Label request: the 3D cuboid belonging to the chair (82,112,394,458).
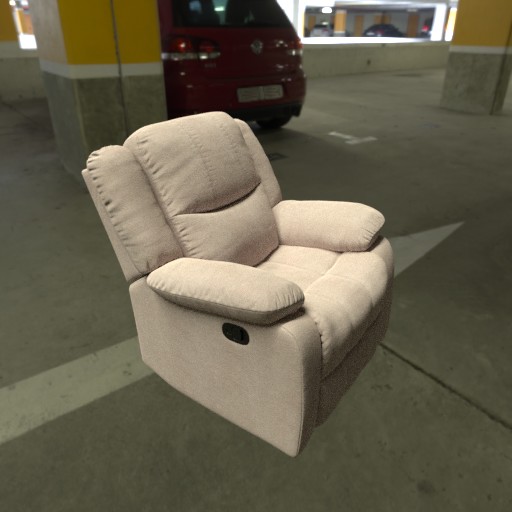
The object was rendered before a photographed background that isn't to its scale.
[{"bbox_3d":[0.000,0.000,1.752,0.944,1.008,0.899,18,32,31],"label":"chair"}]
